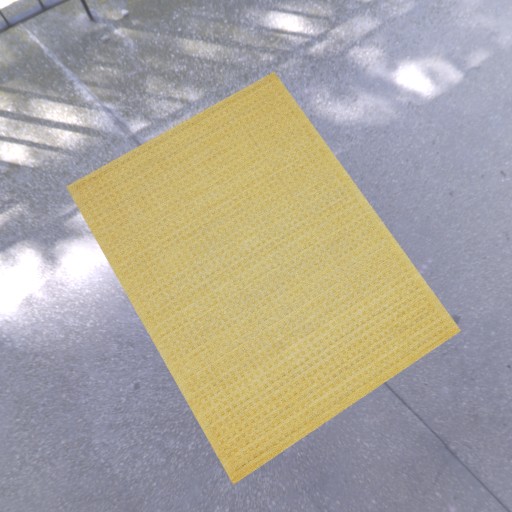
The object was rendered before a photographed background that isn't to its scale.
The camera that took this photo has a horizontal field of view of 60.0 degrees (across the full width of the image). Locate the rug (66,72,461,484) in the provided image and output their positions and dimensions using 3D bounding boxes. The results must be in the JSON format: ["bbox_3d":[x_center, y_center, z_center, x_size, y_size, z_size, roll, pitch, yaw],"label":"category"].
[{"bbox_3d":[0.000,0.000,4.304,2.486,0.015,3.242,-31,79,-7],"label":"rug"}]
